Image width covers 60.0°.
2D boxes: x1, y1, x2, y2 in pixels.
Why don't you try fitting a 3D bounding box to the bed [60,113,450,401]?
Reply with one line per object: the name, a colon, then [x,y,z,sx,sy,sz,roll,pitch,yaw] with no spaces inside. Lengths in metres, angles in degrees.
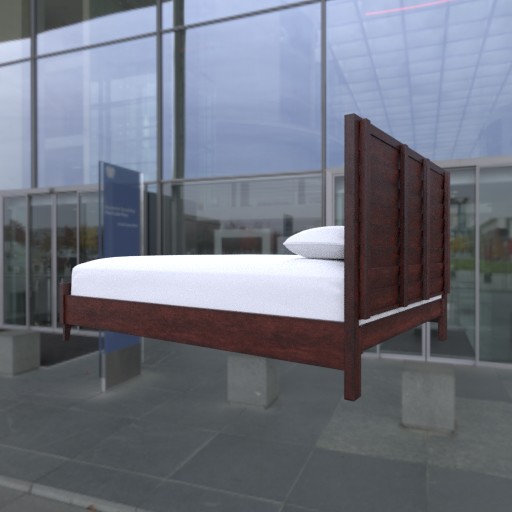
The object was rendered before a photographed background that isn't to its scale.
bed: [0.000,0.000,3.908,2.803,1.492,2.040,0,0,36]
